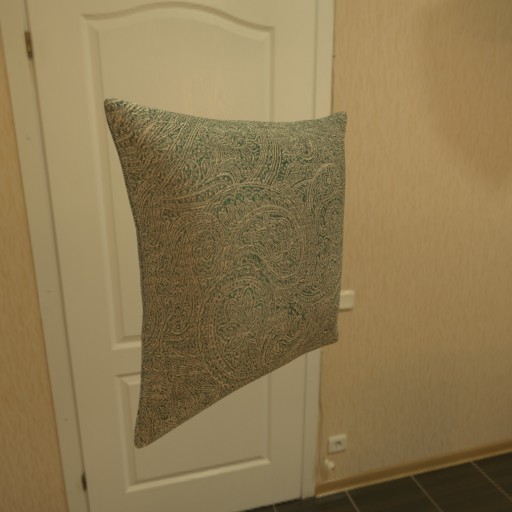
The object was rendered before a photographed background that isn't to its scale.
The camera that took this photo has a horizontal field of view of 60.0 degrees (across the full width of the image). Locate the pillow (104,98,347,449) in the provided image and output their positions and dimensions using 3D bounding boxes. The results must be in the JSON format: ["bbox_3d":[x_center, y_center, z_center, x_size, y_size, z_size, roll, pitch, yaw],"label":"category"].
[{"bbox_3d":[0.000,0.000,0.788,0.526,0.507,0.166,-15,21,-43],"label":"pillow"}]
